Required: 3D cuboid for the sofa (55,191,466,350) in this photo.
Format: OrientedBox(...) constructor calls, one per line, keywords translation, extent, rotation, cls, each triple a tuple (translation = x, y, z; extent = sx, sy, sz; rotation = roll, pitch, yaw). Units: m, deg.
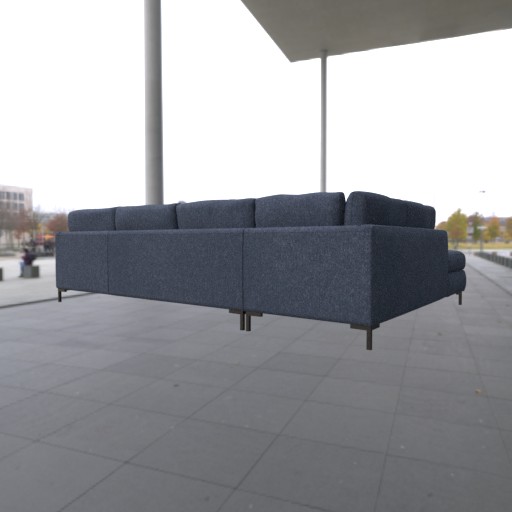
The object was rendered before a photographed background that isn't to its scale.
OrientedBox(translation=(0.000, 0.000, 3.802), extent=(2.956, 0.813, 2.007), rotation=(1, 3, 37), cls="sofa")
